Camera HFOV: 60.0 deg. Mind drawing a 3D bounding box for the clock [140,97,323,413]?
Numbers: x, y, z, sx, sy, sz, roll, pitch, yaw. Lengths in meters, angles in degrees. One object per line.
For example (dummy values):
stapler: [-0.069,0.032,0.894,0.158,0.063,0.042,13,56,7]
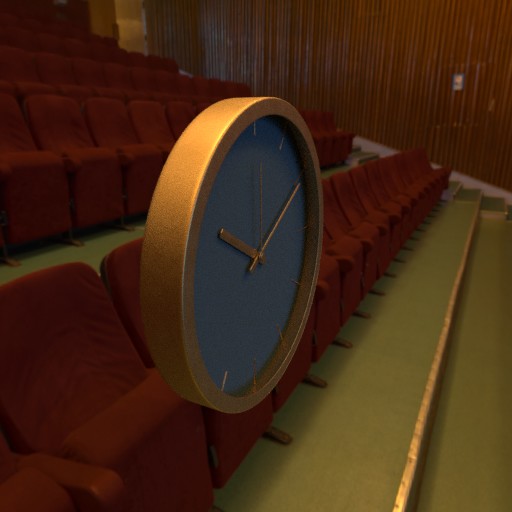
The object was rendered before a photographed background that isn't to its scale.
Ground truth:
clock: [0.000,0.000,0.466,0.040,0.314,0.314,8,19,26]
